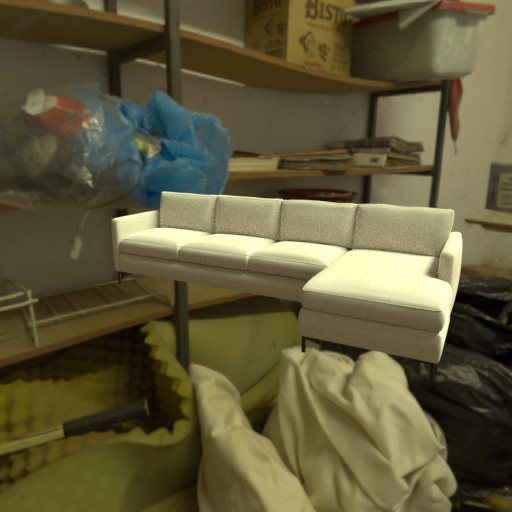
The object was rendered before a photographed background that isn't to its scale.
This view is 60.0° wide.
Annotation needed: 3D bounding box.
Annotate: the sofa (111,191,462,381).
[{"bbox_3d":[0.000,0.000,2.942,2.445,0.677,1.126,7,16,27],"label":"sofa"}]
